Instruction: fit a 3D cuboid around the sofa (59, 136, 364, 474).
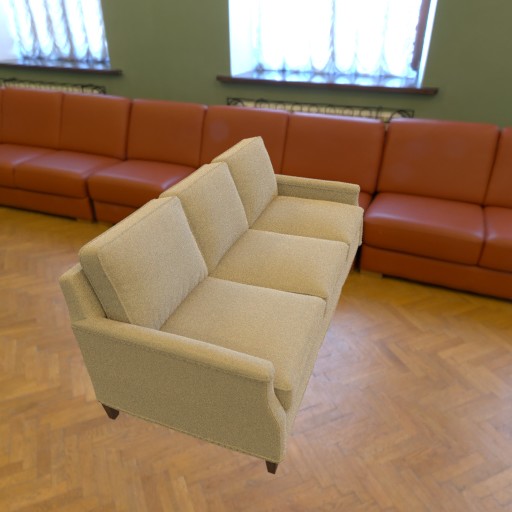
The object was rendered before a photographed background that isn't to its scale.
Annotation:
[{"bbox_3d":[0.000,0.000,2.830,1.084,1.003,2.246,10,31,18],"label":"sofa"}]
